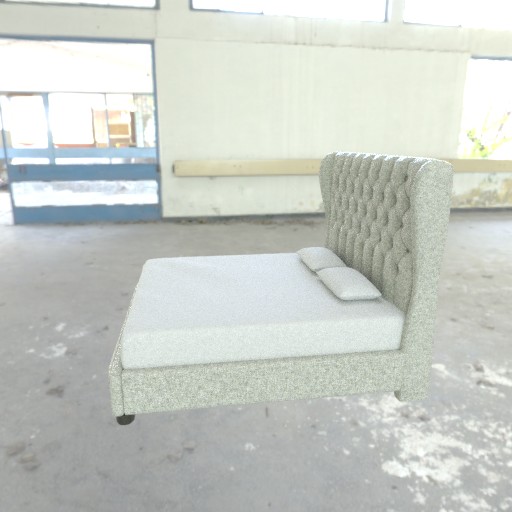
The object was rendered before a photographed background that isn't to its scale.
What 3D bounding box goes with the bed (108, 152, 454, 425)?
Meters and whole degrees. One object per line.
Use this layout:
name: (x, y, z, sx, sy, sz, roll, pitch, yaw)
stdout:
bed: (0.000, 0.000, 3.989, 2.347, 1.771, 2.219, -2, 15, -8)
